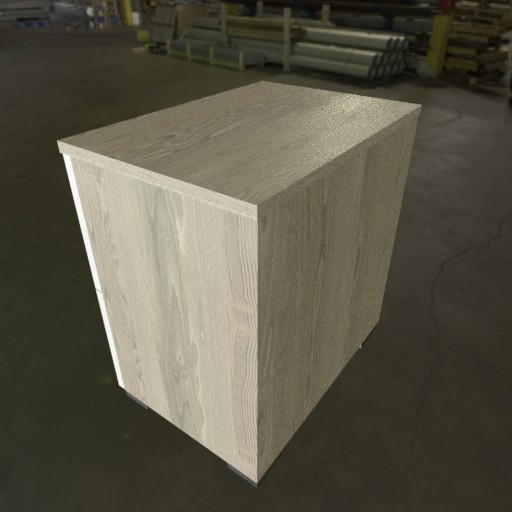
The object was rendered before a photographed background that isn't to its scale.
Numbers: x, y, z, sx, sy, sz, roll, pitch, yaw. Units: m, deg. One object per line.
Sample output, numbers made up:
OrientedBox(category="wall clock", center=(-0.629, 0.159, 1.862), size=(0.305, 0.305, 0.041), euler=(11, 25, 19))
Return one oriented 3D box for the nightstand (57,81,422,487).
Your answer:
OrientedBox(category="nightstand", center=(0.000, 0.000, 0.755), size=(0.325, 0.461, 0.442), euler=(22, 39, 30))
